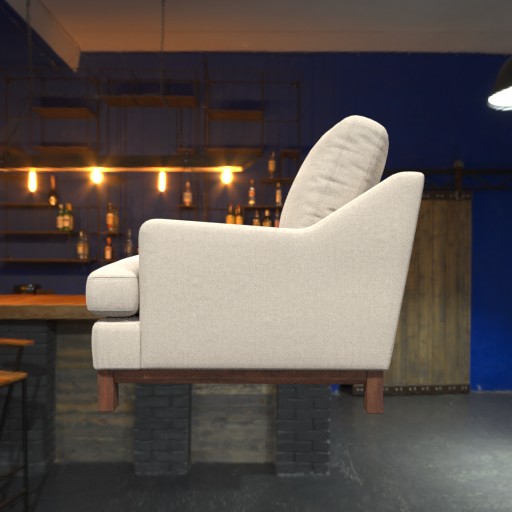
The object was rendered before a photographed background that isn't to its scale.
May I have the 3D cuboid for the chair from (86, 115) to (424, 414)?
[{"bbox_3d":[0.000,0.000,1.728,1.001,0.916,0.912,0,1,1],"label":"chair"}]
